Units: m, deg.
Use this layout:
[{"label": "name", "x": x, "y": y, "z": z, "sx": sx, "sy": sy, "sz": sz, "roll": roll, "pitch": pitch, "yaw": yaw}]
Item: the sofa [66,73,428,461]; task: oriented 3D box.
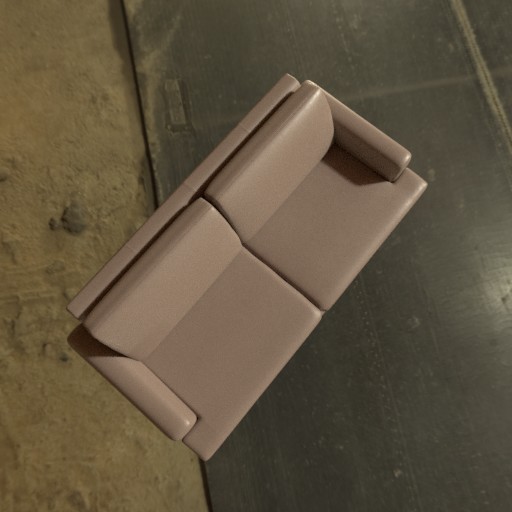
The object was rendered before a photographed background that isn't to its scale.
[{"label": "sofa", "x": 0.000, "y": 0.000, "z": 2.412, "sx": 0.974, "sy": 0.765, "sz": 1.940, "roll": 39, "pitch": 79, "yaw": 9}]
